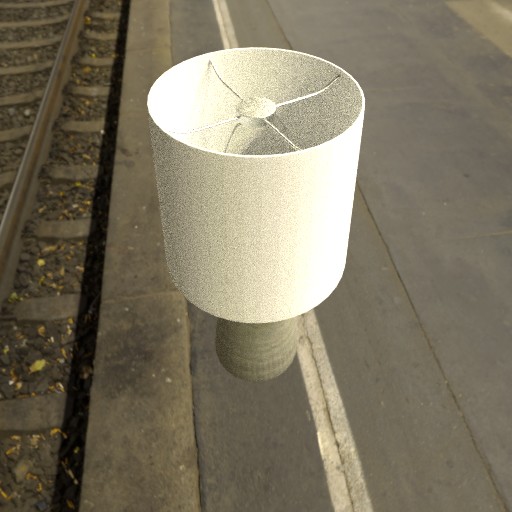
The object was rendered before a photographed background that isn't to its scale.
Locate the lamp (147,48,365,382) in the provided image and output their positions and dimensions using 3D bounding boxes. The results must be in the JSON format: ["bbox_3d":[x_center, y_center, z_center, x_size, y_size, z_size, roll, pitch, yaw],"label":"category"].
[{"bbox_3d":[0.000,0.000,0.474,0.186,0.369,0.186,0,48,0],"label":"lamp"}]
